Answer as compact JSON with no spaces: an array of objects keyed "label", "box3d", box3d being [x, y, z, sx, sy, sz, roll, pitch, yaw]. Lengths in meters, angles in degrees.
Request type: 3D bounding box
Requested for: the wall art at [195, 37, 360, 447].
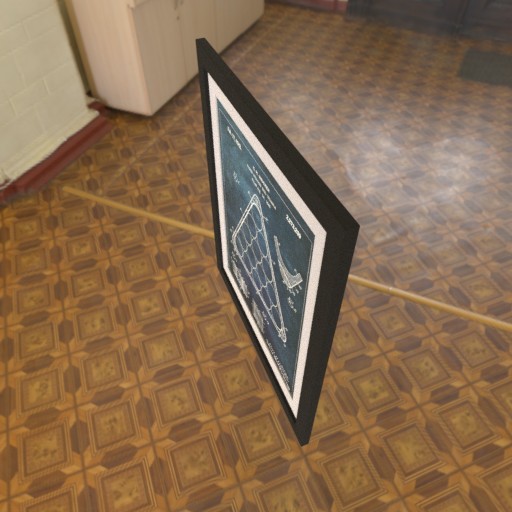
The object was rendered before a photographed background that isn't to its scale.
[{"label":"wall art","box3d":[0.000,0.000,0.500,0.010,0.361,0.311,-17,49,-15]}]
